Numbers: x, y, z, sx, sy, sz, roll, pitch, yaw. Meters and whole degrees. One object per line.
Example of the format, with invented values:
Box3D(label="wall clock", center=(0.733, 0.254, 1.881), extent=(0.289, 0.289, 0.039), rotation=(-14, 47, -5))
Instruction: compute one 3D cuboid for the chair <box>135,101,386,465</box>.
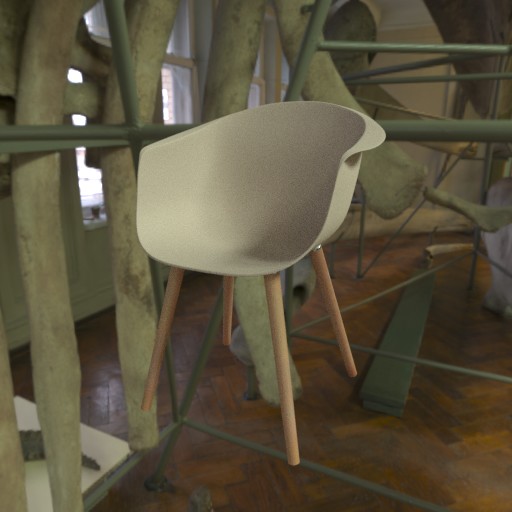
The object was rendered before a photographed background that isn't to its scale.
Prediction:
Box3D(label="chair", center=(0.000, 0.000, 1.141), extent=(0.593, 0.781, 0.504), rotation=(8, 17, 27))
